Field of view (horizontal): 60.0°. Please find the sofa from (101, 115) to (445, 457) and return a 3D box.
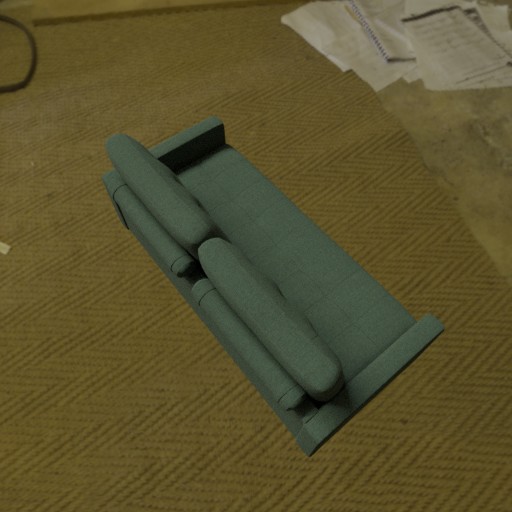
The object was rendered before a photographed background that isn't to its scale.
[{"bbox_3d":[0.000,0.000,2.628,0.966,1.050,2.010,-35,65,-19],"label":"sofa"}]
